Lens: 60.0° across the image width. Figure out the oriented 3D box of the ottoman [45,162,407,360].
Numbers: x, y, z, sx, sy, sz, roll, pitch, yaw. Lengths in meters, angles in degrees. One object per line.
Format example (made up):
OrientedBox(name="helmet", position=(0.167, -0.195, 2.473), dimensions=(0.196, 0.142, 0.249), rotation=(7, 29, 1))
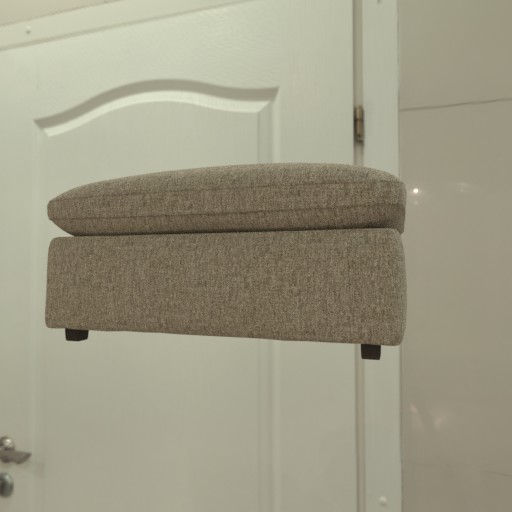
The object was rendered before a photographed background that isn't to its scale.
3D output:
OrientedBox(name="ottoman", position=(0.000, 0.000, 1.620), dimensions=(1.039, 0.526, 1.035), rotation=(-1, -2, 18))
